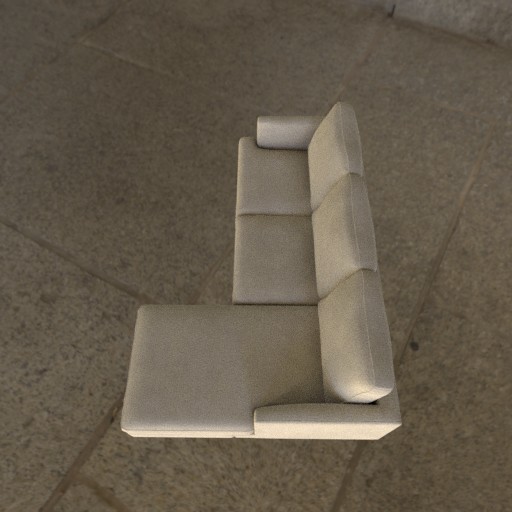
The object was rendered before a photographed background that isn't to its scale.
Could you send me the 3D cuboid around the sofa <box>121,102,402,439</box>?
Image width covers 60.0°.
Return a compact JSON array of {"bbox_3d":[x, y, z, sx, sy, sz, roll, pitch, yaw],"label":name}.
[{"bbox_3d":[0.000,0.000,2.987,1.504,0.956,2.233,0,60,0],"label":"sofa"}]
